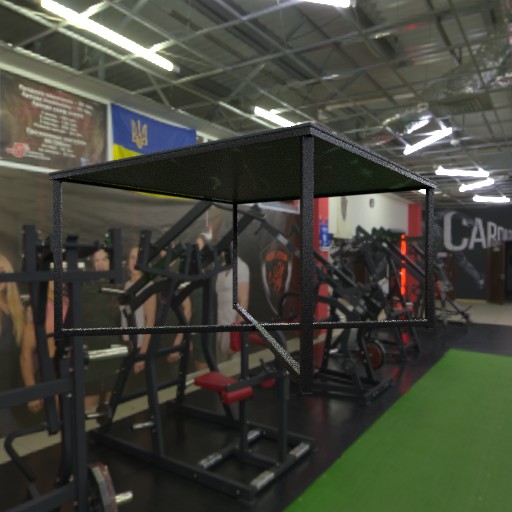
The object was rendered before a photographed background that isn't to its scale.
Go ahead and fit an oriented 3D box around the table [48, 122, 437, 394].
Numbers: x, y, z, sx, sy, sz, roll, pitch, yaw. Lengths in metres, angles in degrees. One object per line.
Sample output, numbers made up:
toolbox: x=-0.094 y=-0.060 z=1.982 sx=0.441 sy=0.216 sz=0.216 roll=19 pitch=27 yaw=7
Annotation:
table: x=0.000 y=0.000 z=1.282 sx=0.800 sy=0.450 sz=0.800 roll=0 pitch=1 yaw=36
